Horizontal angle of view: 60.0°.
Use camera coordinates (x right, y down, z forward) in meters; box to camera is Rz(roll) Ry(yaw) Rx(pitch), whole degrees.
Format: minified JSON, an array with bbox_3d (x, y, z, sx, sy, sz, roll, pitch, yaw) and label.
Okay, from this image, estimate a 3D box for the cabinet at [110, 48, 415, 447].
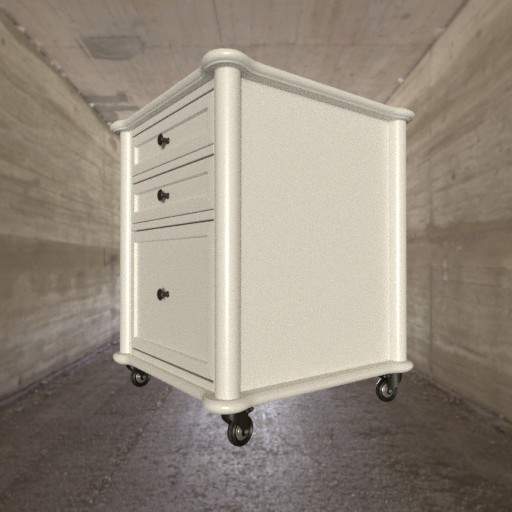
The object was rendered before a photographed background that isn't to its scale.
[{"bbox_3d":[0.000,0.000,1.223,0.627,0.761,0.628,0,-1,-37],"label":"cabinet"}]
